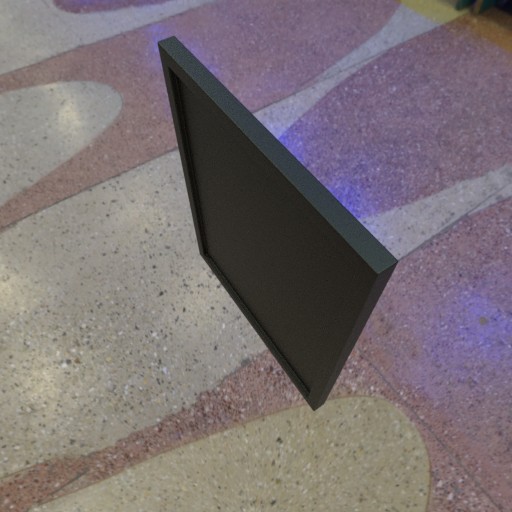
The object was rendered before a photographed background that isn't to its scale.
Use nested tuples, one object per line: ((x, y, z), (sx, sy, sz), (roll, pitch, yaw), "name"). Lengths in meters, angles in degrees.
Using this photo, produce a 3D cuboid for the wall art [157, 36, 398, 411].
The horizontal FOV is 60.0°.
((0.000, 0.000, 0.765), (0.028, 0.559, 0.457), (-30, 63, -17), "wall art")
